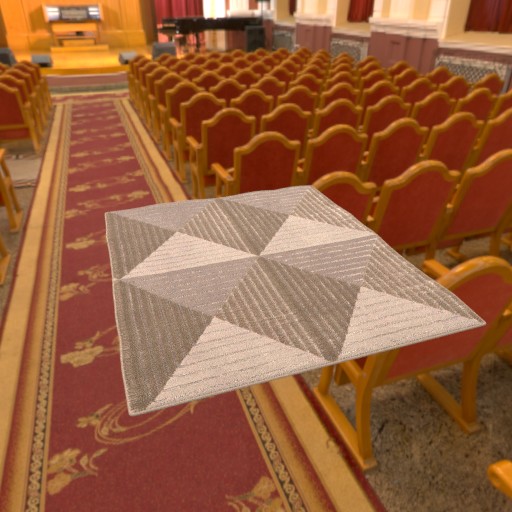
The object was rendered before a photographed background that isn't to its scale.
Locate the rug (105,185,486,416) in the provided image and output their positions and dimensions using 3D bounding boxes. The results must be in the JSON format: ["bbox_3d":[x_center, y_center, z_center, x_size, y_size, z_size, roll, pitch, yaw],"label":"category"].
[{"bbox_3d":[0.000,0.000,0.874,0.551,0.008,0.642,-10,31,-17],"label":"rug"}]
